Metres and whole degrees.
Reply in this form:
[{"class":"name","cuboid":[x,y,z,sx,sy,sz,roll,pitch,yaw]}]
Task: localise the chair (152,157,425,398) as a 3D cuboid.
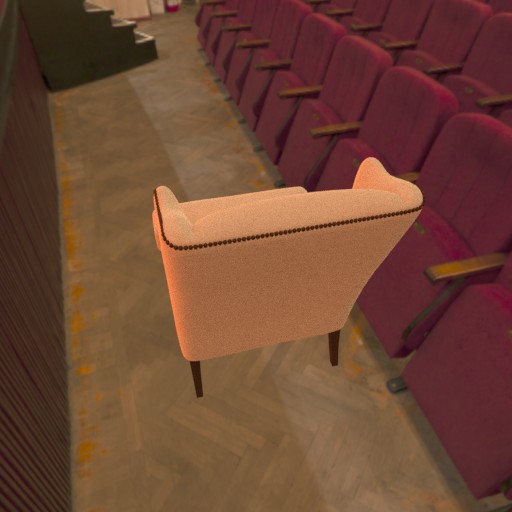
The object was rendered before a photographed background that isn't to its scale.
[{"class":"chair","cuboid":[0.000,0.000,1.715,0.737,1.029,0.940,-10,42,-11]}]
